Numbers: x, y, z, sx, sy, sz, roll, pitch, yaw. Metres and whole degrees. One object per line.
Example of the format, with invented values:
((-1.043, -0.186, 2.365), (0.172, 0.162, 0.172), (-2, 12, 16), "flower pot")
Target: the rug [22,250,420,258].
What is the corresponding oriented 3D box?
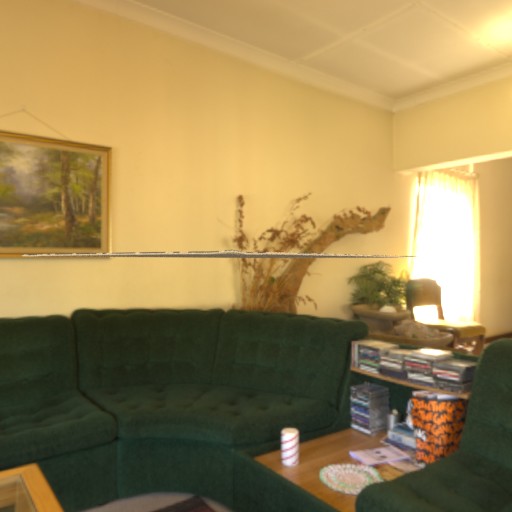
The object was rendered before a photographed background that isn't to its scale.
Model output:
((0.000, 0.000, 2.127), (1.072, 0.013, 1.698), (0, -1, 36), "rug")
